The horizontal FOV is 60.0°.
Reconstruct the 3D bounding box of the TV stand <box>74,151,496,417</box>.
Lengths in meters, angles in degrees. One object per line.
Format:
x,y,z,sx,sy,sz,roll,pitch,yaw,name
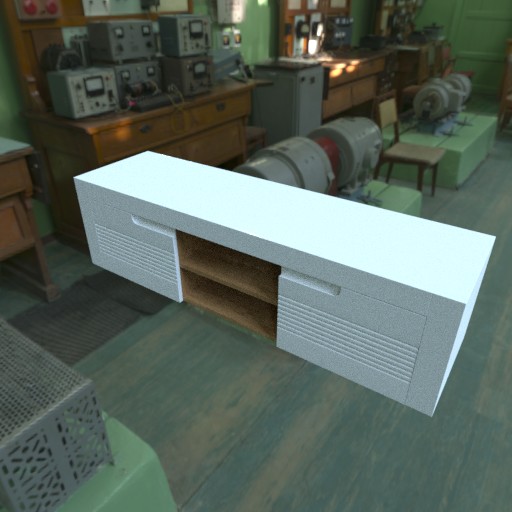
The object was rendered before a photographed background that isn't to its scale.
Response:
0.000,0.000,1.688,1.500,0.440,0.410,19,36,29,TV stand
